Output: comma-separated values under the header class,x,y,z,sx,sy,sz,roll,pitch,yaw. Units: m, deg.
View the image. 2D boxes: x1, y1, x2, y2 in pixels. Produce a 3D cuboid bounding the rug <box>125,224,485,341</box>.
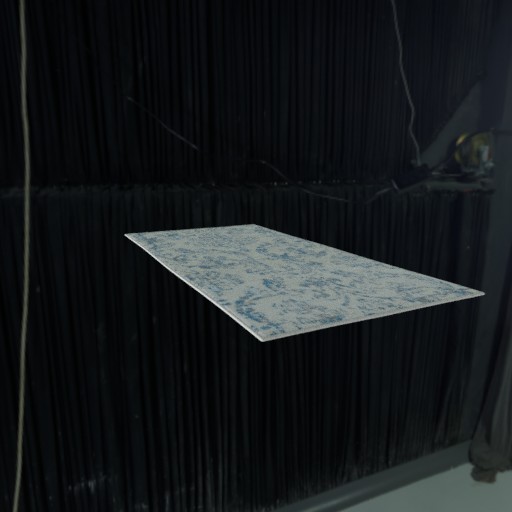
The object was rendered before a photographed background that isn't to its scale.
class,x,y,z,sx,sy,sz,roll,pitch,yaw
rug,0.000,0.000,1.448,0.605,0.007,1.220,-6,14,-26
